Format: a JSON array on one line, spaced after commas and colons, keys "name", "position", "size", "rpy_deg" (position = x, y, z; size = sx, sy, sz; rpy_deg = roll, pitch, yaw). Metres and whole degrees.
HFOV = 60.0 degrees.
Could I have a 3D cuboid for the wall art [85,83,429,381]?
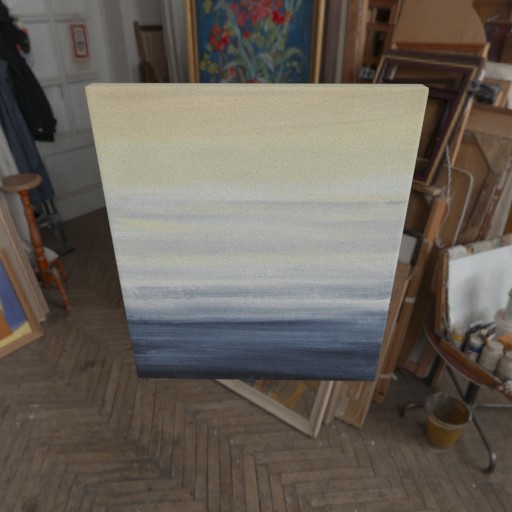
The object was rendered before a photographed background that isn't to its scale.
[{"name": "wall art", "position": [0.000, 0.000, 0.974], "size": [0.608, 0.710, 0.041], "rpy_deg": [1, 30, 1]}]
